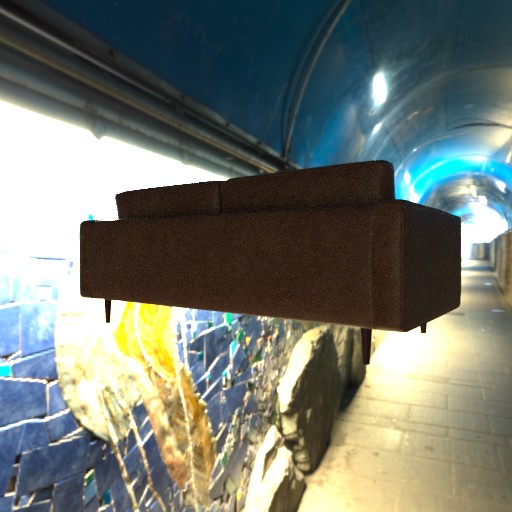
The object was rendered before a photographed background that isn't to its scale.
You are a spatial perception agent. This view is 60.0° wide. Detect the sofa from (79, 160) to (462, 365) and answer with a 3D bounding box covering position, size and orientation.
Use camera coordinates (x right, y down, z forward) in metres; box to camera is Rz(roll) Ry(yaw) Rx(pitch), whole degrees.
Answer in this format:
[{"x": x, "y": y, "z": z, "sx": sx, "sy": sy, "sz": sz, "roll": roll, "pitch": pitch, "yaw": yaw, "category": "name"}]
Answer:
[{"x": 0.000, "y": 0.000, "z": 2.345, "sx": 1.870, "sy": 0.760, "sz": 0.910, "roll": 1, "pitch": 1, "yaw": 36, "category": "sofa"}]
